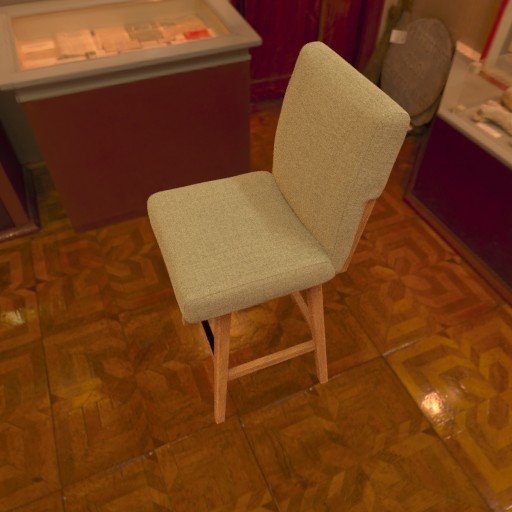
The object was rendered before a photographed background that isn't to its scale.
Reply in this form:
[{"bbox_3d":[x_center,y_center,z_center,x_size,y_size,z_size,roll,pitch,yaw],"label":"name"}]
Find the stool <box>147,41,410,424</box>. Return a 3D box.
[{"bbox_3d":[0.000,0.000,1.403,0.569,1.106,0.483,-16,49,-14],"label":"stool"}]
